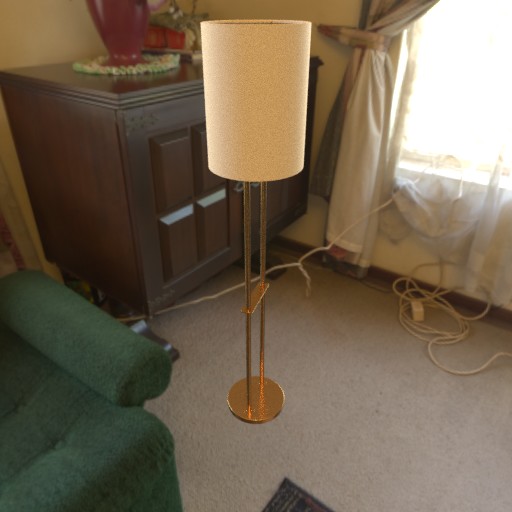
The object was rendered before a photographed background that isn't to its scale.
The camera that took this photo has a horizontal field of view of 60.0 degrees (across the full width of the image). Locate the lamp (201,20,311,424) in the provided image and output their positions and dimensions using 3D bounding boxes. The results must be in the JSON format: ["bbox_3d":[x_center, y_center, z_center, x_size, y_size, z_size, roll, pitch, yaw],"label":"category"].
[{"bbox_3d":[0.000,0.000,1.605,0.305,1.500,0.306,10,32,17],"label":"lamp"}]
